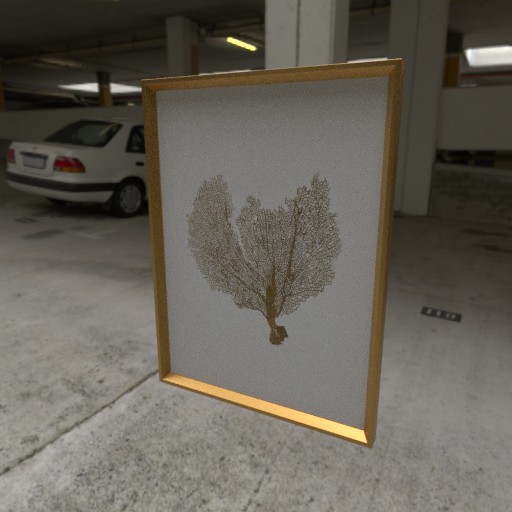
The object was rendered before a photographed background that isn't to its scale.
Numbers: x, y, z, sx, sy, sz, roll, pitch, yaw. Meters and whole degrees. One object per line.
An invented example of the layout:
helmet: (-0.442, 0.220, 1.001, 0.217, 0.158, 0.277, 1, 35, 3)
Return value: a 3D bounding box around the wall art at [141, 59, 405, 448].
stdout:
wall art: (0.000, 0.000, 1.049, 0.610, 0.812, 0.038, 8, 16, 27)
